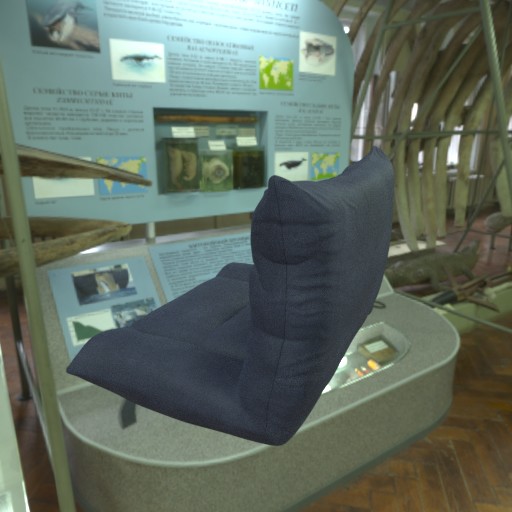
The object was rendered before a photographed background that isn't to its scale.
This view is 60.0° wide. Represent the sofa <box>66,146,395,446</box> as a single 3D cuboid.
[{"bbox_3d":[0.000,0.000,1.660,0.849,0.778,1.122,7,17,24],"label":"sofa"}]
